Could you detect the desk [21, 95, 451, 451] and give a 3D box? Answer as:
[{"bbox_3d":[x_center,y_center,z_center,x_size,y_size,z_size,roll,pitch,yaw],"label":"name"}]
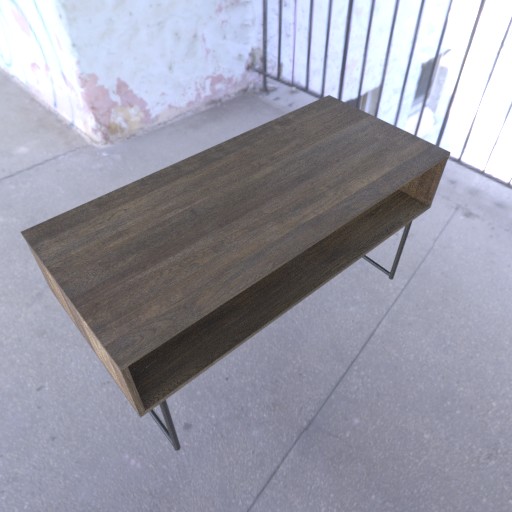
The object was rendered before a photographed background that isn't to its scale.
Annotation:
[{"bbox_3d":[0.000,0.000,2.026,1.600,0.780,0.730,-32,54,-27],"label":"desk"}]
